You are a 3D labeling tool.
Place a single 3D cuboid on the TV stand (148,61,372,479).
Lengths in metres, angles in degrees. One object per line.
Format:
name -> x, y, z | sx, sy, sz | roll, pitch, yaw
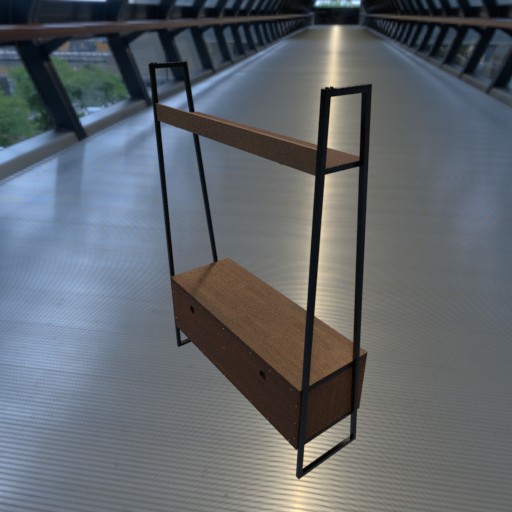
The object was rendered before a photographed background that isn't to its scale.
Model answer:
TV stand -> 0.000, 0.000, 2.275 | 0.432, 1.772, 1.250 | -19, 33, -32
